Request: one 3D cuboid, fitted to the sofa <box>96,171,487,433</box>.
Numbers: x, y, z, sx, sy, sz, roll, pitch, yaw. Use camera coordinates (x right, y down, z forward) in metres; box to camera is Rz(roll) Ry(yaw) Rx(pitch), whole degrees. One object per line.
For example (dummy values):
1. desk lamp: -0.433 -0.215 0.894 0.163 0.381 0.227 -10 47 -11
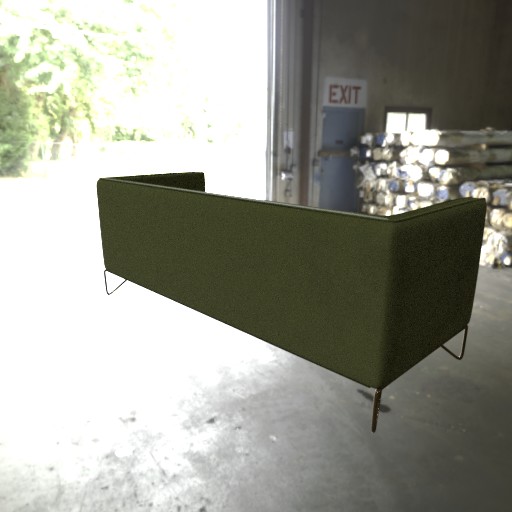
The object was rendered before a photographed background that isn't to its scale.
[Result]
1. sofa: 0.000 0.000 2.473 0.867 0.789 2.087 -15 21 -43
